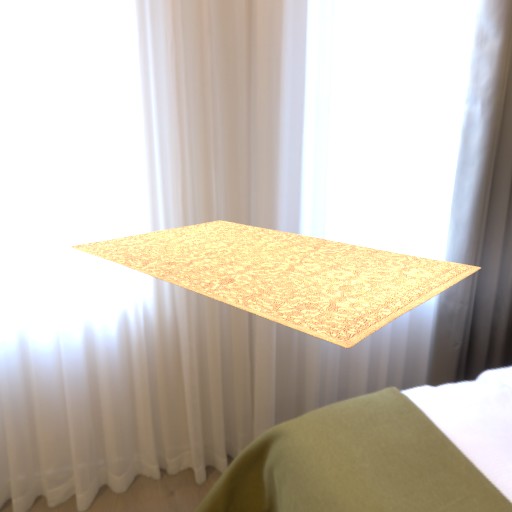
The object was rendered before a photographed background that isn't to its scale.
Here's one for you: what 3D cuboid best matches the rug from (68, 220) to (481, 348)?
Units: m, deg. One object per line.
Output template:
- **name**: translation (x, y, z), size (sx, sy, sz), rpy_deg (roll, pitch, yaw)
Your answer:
- **rug**: translation (0.000, 0.000, 3.038), size (2.435, 0.012, 1.529), rpy_deg (14, 20, 42)
